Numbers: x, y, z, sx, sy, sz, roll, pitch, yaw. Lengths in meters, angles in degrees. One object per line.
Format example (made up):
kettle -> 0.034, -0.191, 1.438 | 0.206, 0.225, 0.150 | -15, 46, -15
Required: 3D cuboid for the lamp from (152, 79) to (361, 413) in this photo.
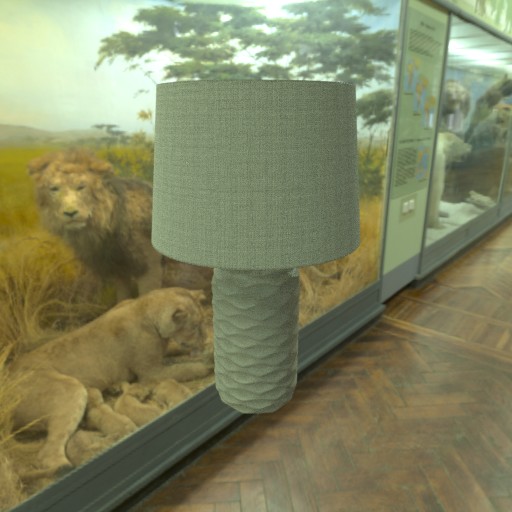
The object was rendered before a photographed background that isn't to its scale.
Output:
lamp -> 0.000, 0.000, 0.829 | 0.376, 0.594, 0.376 | 0, 18, 0
